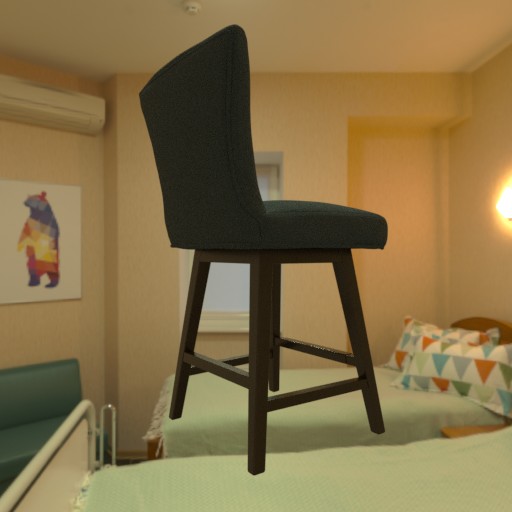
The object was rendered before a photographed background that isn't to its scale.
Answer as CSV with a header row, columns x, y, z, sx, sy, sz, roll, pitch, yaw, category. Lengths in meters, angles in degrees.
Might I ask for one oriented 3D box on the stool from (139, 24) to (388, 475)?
x,y,z,sx,sy,sz,roll,pitch,yaw,category
0.000,0.000,1.282,0.574,1.000,0.514,0,1,-37,stool
